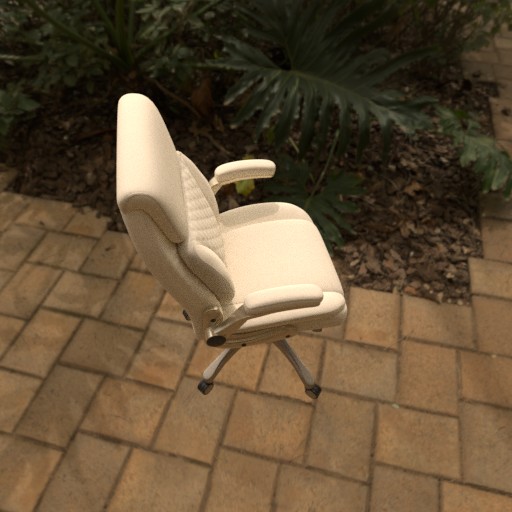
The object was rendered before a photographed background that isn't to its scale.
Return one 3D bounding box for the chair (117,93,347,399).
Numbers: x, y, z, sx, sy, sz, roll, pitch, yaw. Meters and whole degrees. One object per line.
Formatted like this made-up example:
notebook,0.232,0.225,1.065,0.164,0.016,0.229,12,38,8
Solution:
chair,0.000,0.000,1.645,0.794,1.110,0.740,-11,49,-10
